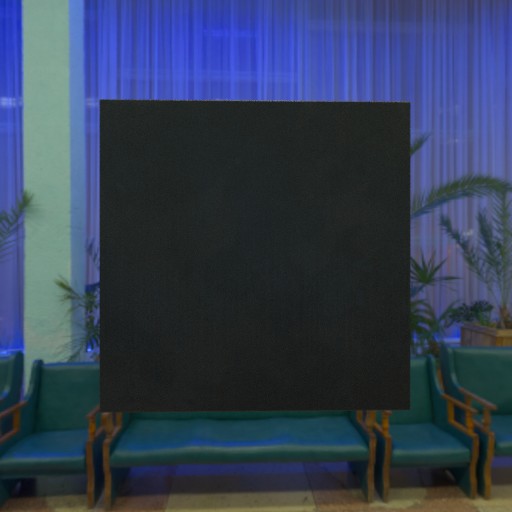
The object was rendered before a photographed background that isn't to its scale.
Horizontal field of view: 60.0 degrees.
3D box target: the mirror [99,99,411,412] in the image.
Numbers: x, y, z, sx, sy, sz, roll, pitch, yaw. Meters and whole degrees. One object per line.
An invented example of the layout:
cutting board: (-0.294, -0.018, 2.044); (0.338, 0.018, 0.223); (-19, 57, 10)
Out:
mirror: (0.000, 0.000, 0.552); (0.382, 0.381, 0.020); (0, 0, -1)
